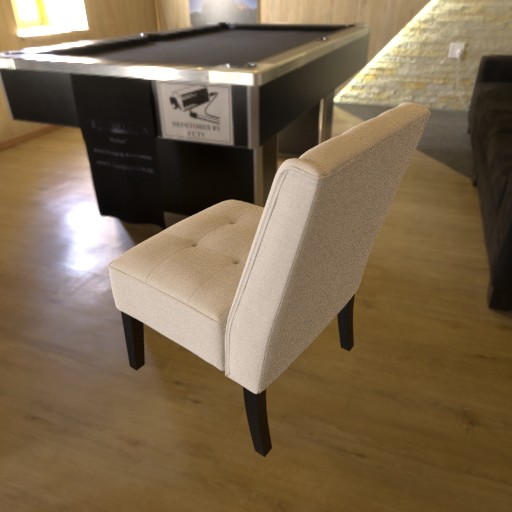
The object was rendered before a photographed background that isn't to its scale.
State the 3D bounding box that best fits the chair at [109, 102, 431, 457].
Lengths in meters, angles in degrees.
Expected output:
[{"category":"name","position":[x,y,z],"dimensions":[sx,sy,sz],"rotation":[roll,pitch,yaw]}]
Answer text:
[{"category":"chair","position":[0.000,0.000,1.283],"dimensions":[0.676,0.853,0.569],"rotation":[21,37,31]}]
